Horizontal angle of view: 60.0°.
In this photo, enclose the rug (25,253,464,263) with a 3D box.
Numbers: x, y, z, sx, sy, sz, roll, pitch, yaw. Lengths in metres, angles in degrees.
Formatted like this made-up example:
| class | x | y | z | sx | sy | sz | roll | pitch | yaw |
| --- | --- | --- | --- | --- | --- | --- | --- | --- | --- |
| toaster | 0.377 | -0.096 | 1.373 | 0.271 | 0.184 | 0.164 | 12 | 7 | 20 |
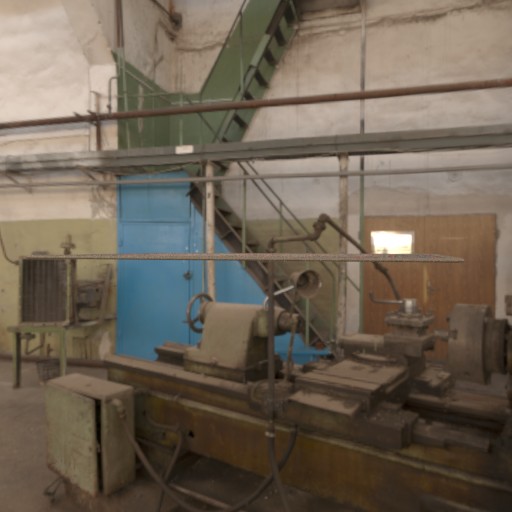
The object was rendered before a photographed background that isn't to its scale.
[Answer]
| class | x | y | z | sx | sy | sz | roll | pitch | yaw |
| --- | --- | --- | --- | --- | --- | --- | --- | --- | --- |
| rug | 0.000 | 0.000 | 2.198 | 1.748 | 0.014 | 1.144 | 0 | 1 | 18 |
